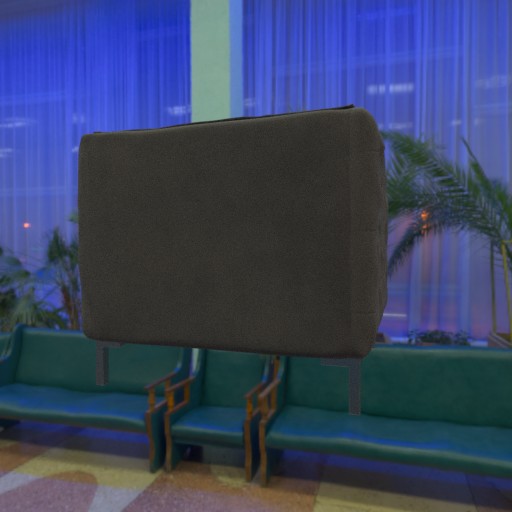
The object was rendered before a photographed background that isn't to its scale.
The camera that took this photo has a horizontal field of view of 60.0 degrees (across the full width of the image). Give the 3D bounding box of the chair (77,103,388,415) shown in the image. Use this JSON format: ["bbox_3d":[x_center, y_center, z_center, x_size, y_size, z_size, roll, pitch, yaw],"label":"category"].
[{"bbox_3d":[0.000,0.000,1.661,0.946,0.807,0.913,0,1,18],"label":"chair"}]
